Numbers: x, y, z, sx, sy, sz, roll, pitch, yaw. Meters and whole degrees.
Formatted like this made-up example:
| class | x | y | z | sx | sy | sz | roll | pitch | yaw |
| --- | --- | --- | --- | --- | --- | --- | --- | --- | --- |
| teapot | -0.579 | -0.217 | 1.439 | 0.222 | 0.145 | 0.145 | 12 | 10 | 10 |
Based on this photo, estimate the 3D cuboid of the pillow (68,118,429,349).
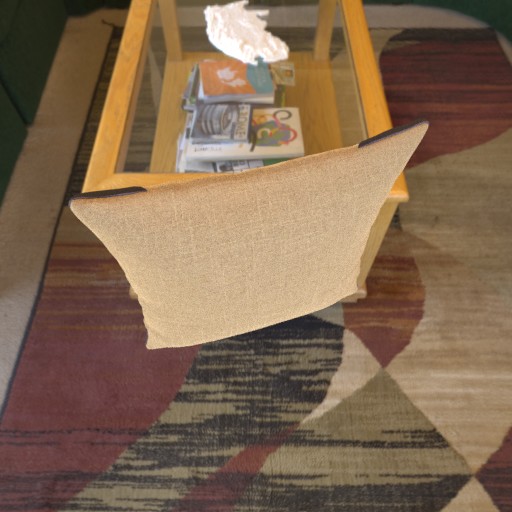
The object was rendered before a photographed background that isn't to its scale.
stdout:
| class | x | y | z | sx | sy | sz | roll | pitch | yaw |
| --- | --- | --- | --- | --- | --- | --- | --- | --- | --- |
| pillow | 0.000 | 0.000 | 0.696 | 0.440 | 0.441 | 0.147 | -15 | 59 | -9 |
